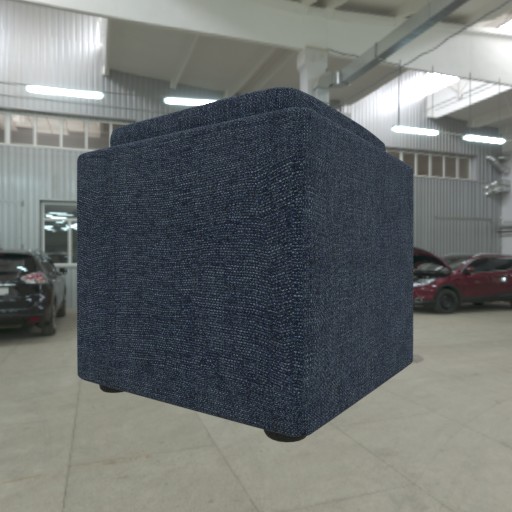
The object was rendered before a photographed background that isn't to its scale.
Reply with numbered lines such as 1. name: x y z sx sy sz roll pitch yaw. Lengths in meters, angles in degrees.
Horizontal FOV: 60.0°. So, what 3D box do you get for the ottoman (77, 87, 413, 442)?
1. ottoman: 0.000 0.000 0.812 0.450 0.460 0.450 0 0 35
